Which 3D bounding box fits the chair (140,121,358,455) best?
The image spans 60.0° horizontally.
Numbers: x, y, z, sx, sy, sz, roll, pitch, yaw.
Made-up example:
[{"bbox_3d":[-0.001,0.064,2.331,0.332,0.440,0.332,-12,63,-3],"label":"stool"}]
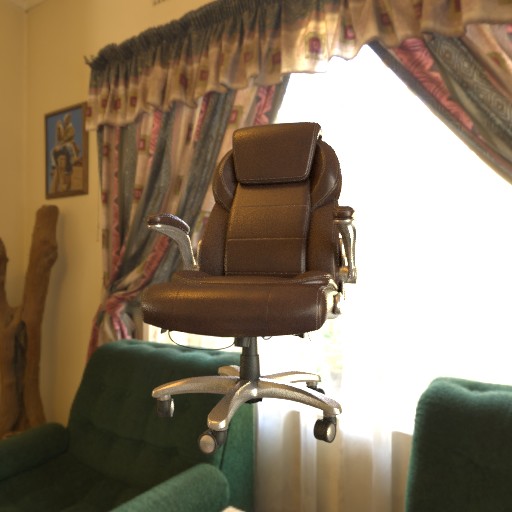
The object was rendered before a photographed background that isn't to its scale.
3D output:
[{"bbox_3d":[0.000,0.000,1.629,0.733,1.160,0.774,0,-1,17],"label":"chair"}]
